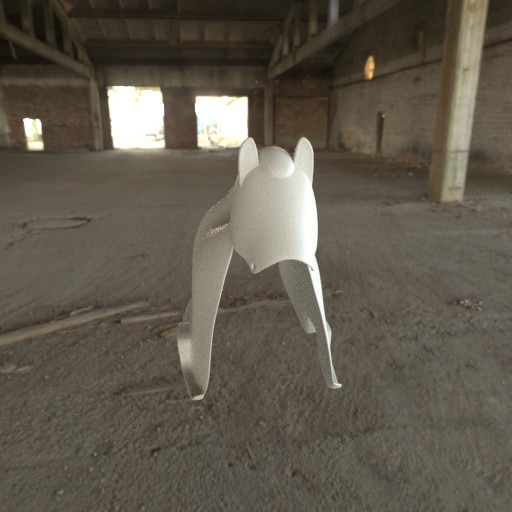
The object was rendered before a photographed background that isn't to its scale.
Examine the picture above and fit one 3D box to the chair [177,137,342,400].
[{"bbox_3d":[0.000,0.000,1.157,0.429,0.612,0.800,-2,16,-8],"label":"chair"}]
